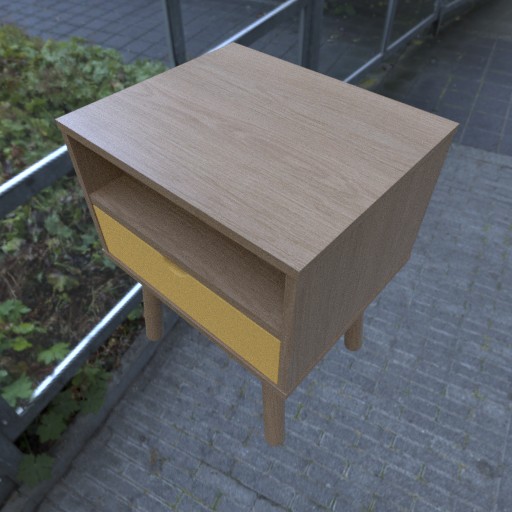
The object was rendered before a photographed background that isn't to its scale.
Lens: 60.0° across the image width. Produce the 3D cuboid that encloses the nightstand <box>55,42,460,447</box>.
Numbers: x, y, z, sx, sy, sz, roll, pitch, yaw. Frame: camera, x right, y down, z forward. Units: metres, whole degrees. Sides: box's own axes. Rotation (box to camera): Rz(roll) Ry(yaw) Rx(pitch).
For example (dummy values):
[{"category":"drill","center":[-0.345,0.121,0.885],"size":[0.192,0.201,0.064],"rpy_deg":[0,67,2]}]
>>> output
[{"category":"nightstand","center":[0.000,0.000,0.853],"size":[0.450,0.571,0.380],"rpy_deg":[33,55,27]}]
